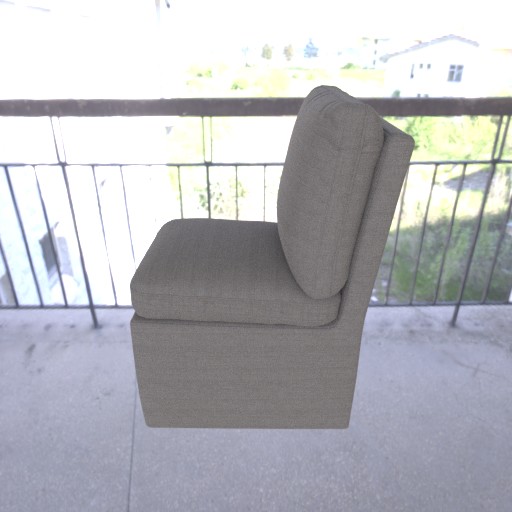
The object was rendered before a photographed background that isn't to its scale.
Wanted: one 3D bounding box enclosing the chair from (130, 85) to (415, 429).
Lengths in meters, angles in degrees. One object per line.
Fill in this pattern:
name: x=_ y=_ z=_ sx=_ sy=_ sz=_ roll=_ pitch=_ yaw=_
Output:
chair: x=0.000 y=0.000 z=1.329 sx=0.698 sy=0.927 sz=0.503 roll=0 pitch=26 yaw=1
